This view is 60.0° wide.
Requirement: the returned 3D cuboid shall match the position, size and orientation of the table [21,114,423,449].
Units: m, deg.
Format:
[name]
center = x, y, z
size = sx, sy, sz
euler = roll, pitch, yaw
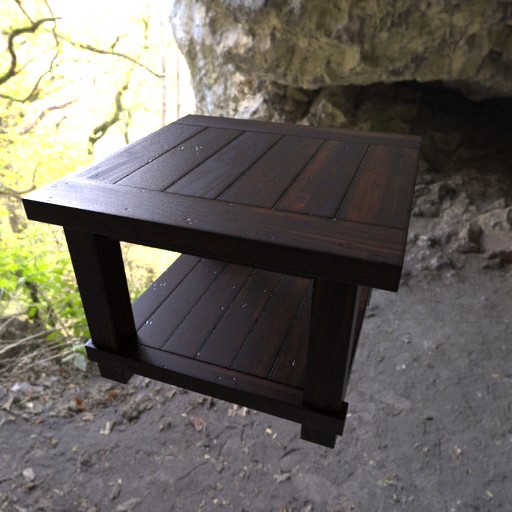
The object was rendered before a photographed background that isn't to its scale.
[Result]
[table]
center = 0.000, 0.000, 0.990
size = 0.606, 0.437, 0.593
euler = 11, 33, 17
